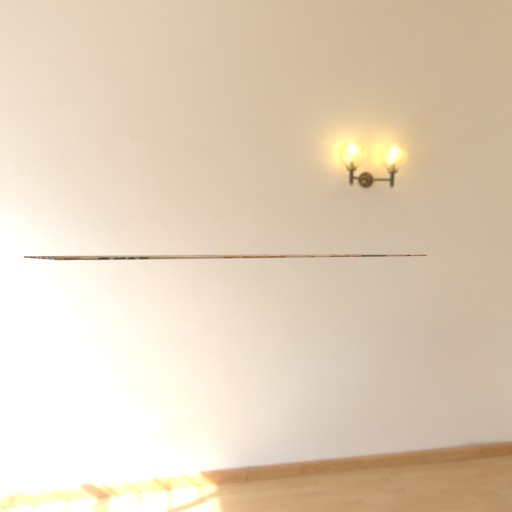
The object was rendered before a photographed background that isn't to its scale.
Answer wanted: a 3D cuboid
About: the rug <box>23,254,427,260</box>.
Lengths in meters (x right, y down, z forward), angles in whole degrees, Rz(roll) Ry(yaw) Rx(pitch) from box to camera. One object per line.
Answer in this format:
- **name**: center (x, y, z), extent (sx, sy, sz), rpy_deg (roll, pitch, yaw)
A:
- **rug**: center (0.000, 0.000, 2.711), extent (2.437, 0.010, 0.783), rpy_deg (0, 1, -37)
